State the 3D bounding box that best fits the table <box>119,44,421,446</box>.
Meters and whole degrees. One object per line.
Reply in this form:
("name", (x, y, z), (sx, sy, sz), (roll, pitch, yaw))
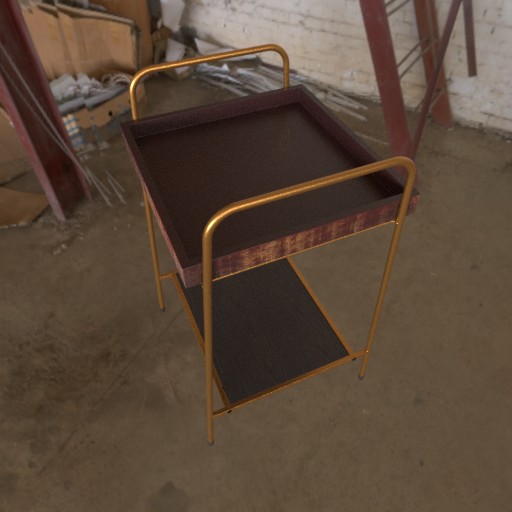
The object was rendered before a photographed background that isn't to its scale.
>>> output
("table", (0.000, 0.000, 0.969), (0.430, 0.710, 0.430), (-18, 50, -16))
